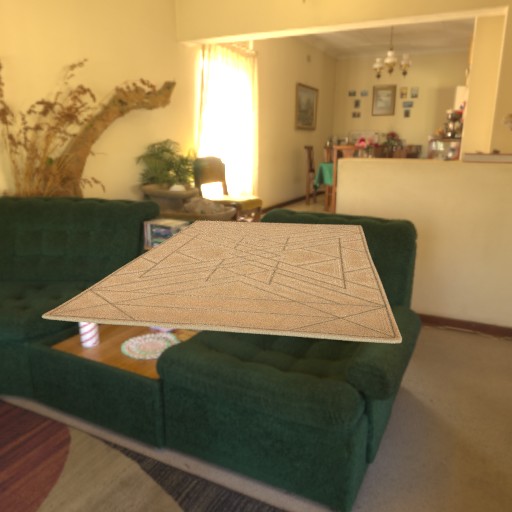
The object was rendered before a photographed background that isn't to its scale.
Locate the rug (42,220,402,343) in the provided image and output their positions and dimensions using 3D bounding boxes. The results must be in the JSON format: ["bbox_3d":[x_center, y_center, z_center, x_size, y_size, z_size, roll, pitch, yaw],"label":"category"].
[{"bbox_3d":[0.000,0.000,3.042,1.575,0.023,2.459,2,15,9],"label":"rug"}]
